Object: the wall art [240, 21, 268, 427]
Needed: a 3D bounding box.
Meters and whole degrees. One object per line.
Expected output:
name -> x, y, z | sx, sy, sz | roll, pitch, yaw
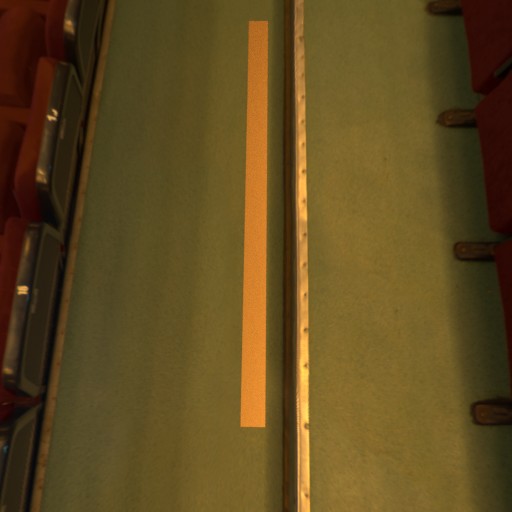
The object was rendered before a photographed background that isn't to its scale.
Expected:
wall art -> 0.000, 0.000, 1.150 | 0.038, 0.762, 0.762 | 1, 74, 0
